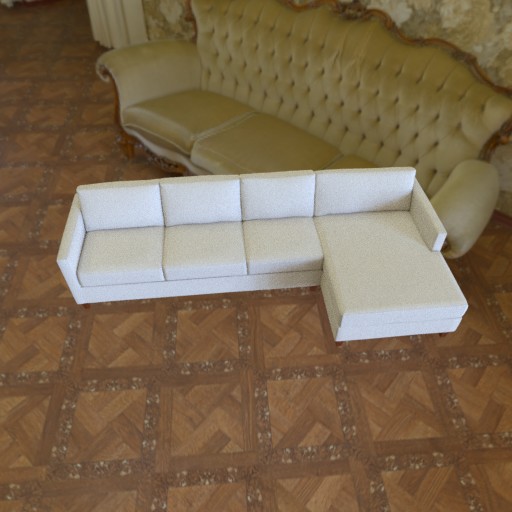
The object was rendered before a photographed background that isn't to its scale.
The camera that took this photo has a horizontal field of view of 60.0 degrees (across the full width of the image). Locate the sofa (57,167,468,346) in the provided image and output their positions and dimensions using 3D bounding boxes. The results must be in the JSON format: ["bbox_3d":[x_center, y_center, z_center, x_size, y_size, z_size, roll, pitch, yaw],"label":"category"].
[{"bbox_3d":[0.000,0.000,4.164,3.471,0.954,1.599,-4,47,-4],"label":"sofa"}]
